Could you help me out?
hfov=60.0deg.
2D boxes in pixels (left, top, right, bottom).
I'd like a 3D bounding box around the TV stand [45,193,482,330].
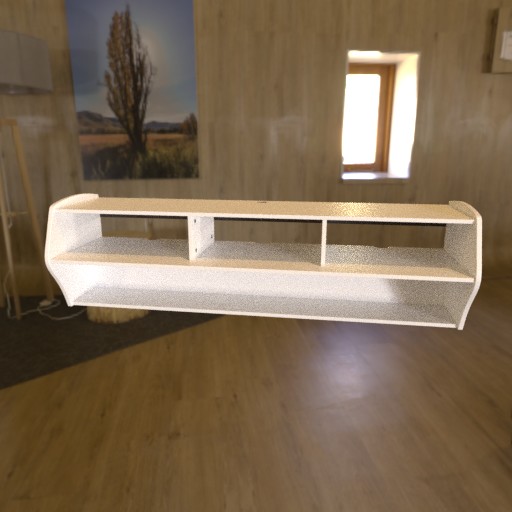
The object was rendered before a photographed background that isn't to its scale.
[{"bbox_3d":[0.000,0.000,1.673,1.473,0.424,0.397,2,15,8],"label":"TV stand"}]
